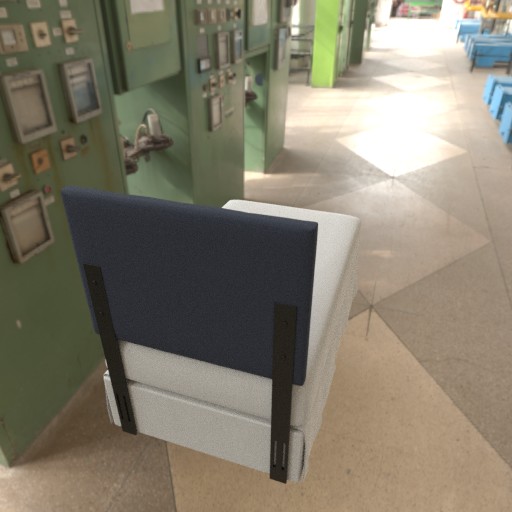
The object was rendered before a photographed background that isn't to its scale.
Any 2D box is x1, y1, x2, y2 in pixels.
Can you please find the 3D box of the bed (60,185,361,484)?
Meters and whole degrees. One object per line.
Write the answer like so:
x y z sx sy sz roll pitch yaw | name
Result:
0.000 0.000 2.953 1.261 1.571 1.997 10 32 16 | bed
